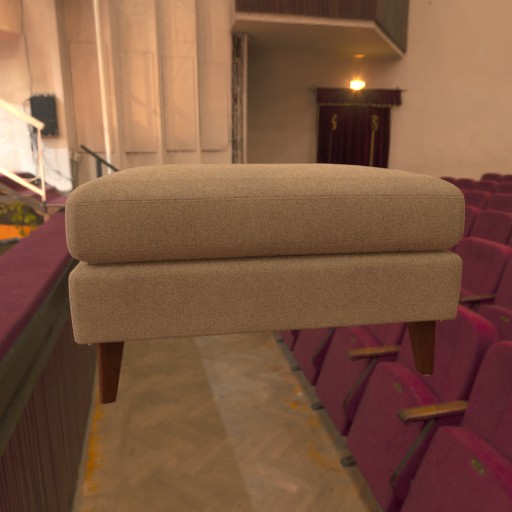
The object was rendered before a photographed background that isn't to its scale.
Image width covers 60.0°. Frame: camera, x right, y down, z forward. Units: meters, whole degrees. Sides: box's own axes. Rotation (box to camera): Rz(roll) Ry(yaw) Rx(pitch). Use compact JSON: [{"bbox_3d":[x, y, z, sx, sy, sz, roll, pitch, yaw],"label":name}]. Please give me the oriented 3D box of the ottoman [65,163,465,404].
[{"bbox_3d":[0.000,0.000,1.187,0.823,0.478,0.610,-2,13,-9],"label":"ottoman"}]
